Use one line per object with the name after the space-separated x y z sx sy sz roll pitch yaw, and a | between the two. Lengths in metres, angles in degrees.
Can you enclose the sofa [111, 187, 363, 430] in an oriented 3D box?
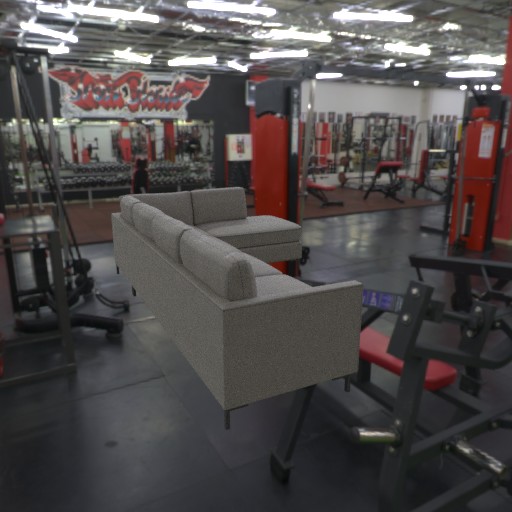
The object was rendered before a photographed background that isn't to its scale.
0.000 0.000 4.201 2.077 0.964 3.331 -7 17 -26 | sofa
